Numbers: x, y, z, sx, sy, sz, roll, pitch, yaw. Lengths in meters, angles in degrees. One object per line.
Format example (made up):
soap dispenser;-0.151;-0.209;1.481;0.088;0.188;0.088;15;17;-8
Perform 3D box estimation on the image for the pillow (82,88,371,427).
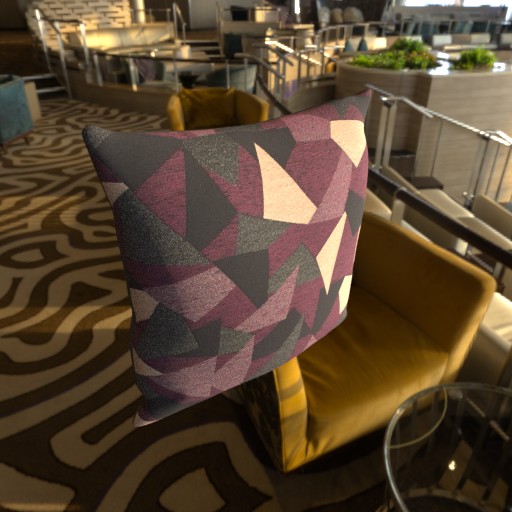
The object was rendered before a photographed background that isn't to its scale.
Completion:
pillow;0.000;0.000;0.742;0.503;0.496;0.208;-20;36;-31
